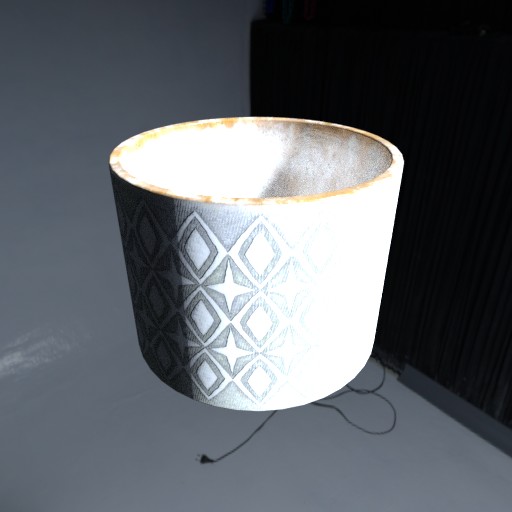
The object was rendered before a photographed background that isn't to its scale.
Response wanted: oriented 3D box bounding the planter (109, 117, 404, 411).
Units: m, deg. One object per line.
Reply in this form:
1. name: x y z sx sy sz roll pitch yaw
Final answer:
1. planter: 0.000 0.000 0.452 0.255 0.223 0.255 0 29 0
